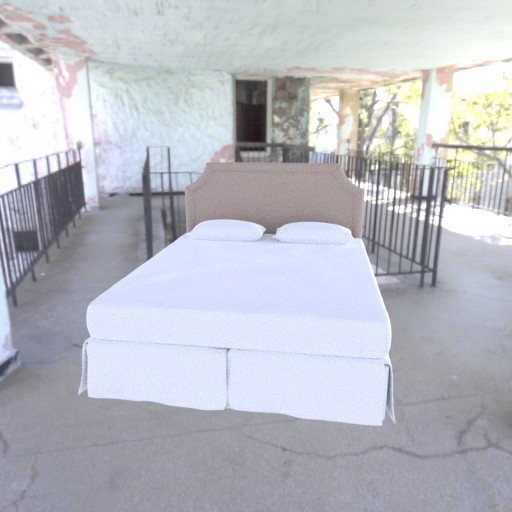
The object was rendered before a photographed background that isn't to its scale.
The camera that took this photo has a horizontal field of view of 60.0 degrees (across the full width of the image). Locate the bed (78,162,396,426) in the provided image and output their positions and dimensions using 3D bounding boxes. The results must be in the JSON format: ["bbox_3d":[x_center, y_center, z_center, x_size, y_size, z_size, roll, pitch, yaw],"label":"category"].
[{"bbox_3d":[0.000,0.000,4.271,2.350,1.590,2.773,2,16,8],"label":"bed"}]
